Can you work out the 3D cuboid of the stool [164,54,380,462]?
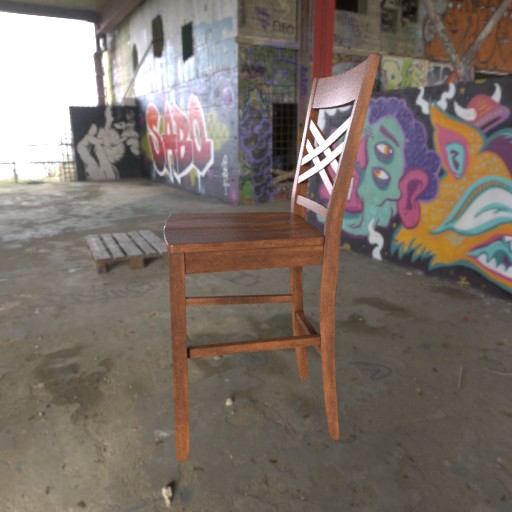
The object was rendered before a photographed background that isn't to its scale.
[{"bbox_3d":[0.000,0.000,1.352,0.539,1.079,0.462,-2,15,-9],"label":"stool"}]
